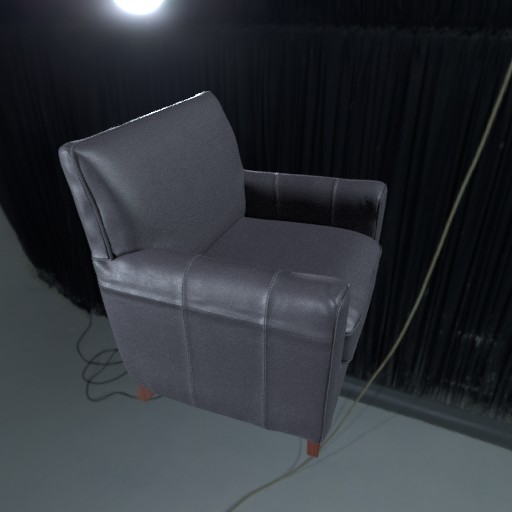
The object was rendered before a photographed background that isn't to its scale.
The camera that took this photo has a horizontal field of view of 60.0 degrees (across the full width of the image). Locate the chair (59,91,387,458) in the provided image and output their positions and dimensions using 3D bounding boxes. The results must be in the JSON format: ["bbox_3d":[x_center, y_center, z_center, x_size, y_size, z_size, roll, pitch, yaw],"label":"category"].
[{"bbox_3d":[0.000,0.000,1.577,0.825,0.943,0.870,11,32,18],"label":"chair"}]
